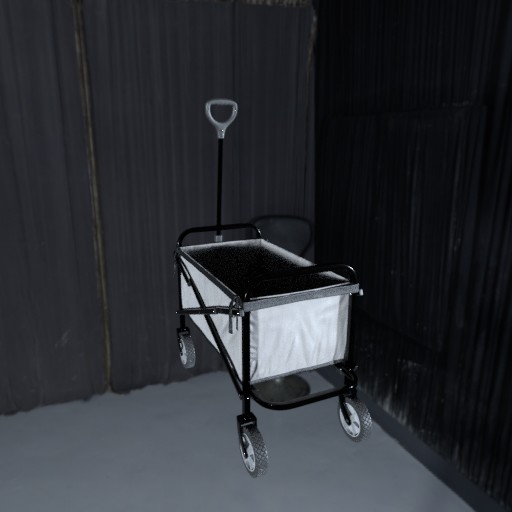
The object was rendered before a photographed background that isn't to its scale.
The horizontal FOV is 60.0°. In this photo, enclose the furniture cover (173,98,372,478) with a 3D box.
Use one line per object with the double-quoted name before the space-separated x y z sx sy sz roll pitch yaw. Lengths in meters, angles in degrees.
"furniture cover" 0.000 0.000 1.849 0.532 1.295 1.038 -7 17 -24
